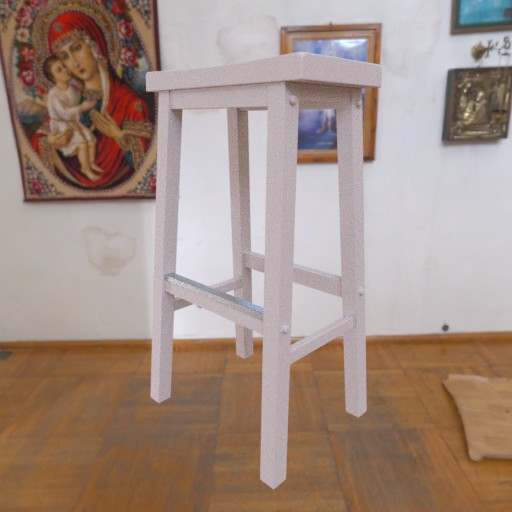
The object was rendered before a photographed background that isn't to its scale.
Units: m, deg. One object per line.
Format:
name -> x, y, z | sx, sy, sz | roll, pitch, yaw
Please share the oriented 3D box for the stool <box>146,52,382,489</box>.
stool -> 0.000, 0.000, 0.949 | 0.406, 0.742, 0.322 | 16, 23, 42
